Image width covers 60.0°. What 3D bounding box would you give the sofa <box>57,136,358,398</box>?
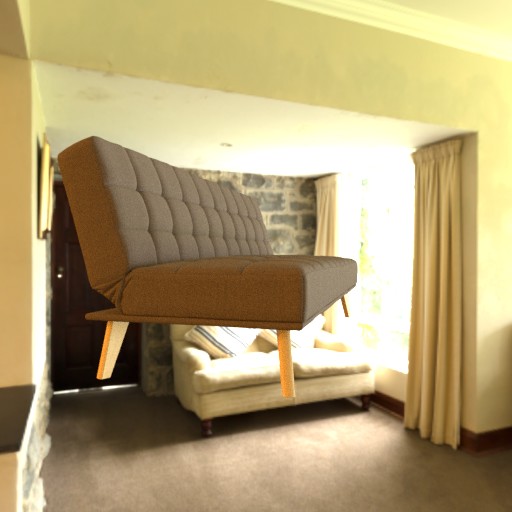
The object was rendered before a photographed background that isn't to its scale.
[{"bbox_3d":[0.000,0.000,2.218,0.860,0.810,1.800,0,0,17],"label":"sofa"}]
